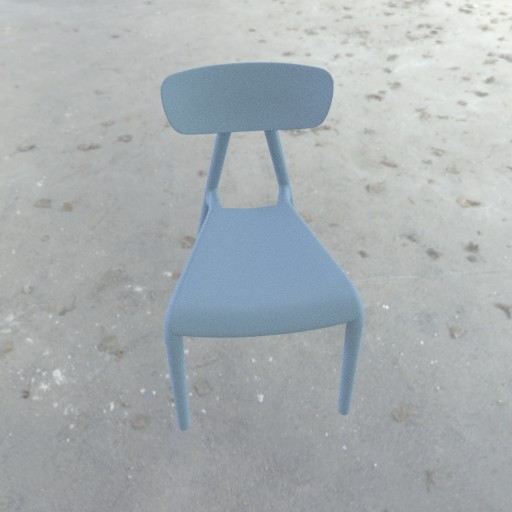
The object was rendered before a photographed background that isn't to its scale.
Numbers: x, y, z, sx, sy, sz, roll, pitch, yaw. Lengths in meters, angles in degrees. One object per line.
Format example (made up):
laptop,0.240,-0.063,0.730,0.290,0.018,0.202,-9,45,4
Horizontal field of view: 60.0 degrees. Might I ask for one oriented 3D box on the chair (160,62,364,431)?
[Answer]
chair,0.000,0.000,0.841,0.356,0.580,0.401,-4,46,-4
